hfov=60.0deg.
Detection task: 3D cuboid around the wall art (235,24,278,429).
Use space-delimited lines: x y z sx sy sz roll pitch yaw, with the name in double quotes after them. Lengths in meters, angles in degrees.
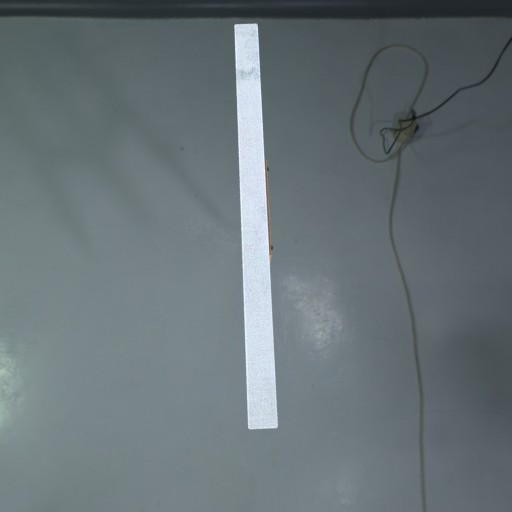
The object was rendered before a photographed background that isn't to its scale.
0.000 0.000 0.920 0.044 0.605 0.605 -2 75 -1 "wall art"
